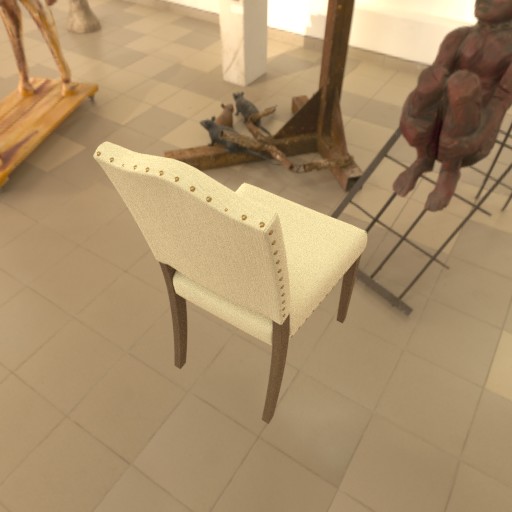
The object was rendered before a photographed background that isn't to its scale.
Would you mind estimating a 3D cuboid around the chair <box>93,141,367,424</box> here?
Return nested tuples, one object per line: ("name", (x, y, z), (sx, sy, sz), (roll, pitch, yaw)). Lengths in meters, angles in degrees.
("chair", (0.000, 0.000, 1.369), (0.508, 1.015, 0.619), (25, 52, 21))
